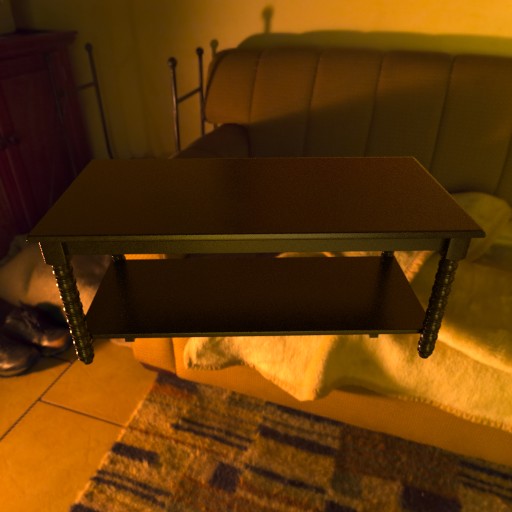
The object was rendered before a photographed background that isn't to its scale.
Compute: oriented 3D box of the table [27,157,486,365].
[{"bbox_3d":[0.000,0.000,1.490,1.171,0.487,0.580,-1,32,-1],"label":"table"}]
